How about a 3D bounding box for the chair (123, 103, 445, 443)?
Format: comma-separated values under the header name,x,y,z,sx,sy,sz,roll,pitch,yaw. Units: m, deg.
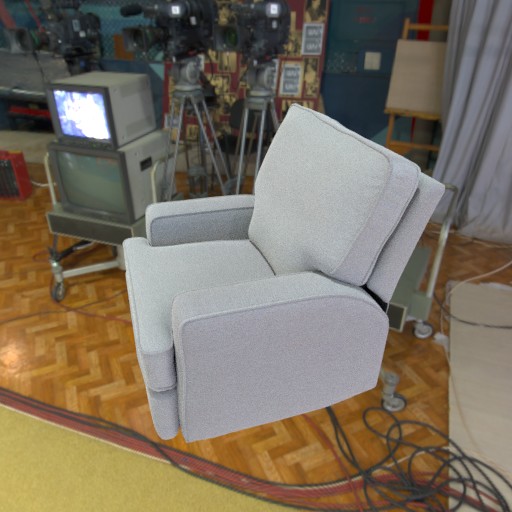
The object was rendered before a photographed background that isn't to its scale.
name,x,y,z,sx,sy,sz,roll,pitch,yaw
chair,0.000,0.000,1.683,0.969,0.964,0.861,-9,32,-16
